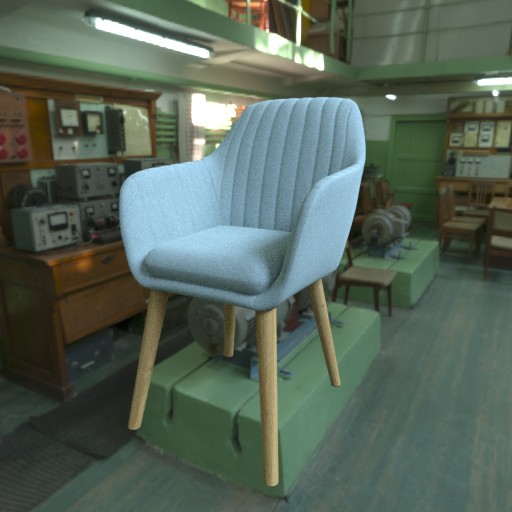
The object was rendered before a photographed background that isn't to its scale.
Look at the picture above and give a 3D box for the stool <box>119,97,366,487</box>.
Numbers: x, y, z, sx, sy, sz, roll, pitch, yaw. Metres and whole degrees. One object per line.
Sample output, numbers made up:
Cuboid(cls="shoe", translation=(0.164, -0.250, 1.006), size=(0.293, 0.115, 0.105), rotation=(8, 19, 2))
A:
Cuboid(cls="stool", translation=(0.000, 0.000, 1.174), size=(0.503, 0.830, 0.590), rotation=(8, 17, 28))
